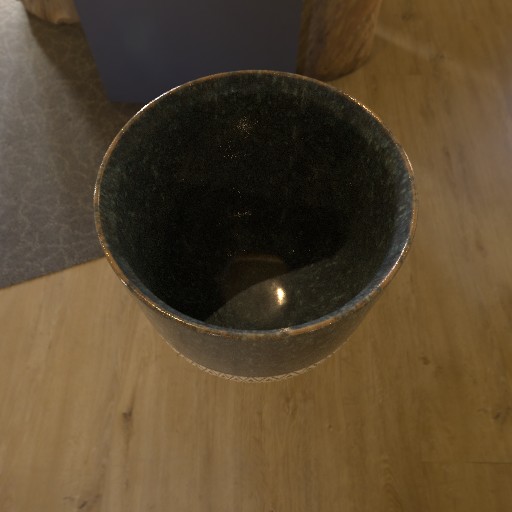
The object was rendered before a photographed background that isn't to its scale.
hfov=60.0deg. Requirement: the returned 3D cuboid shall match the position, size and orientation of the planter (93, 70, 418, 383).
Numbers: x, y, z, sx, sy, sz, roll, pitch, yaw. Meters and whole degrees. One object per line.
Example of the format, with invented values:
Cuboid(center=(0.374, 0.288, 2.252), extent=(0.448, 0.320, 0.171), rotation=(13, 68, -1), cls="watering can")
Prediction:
Cuboid(center=(0.000, 0.000, 0.486), extent=(0.266, 0.270, 0.266), rotation=(0, 63, 0), cls="planter")
